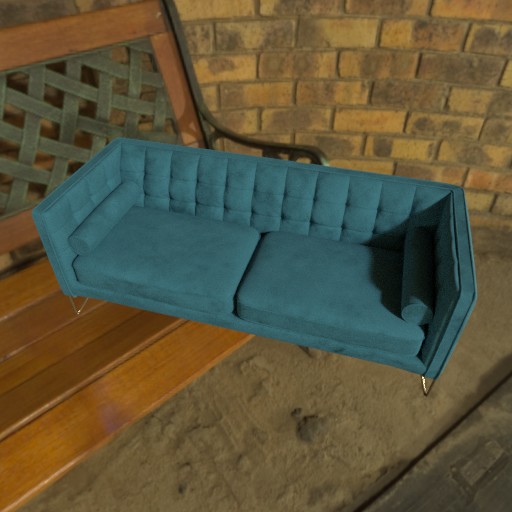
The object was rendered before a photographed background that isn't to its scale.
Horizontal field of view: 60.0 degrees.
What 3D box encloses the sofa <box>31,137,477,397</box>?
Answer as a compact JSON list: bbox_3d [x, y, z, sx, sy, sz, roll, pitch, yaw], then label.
[{"bbox_3d":[0.000,0.000,2.496,2.087,0.789,0.867,11,42,12],"label":"sofa"}]
